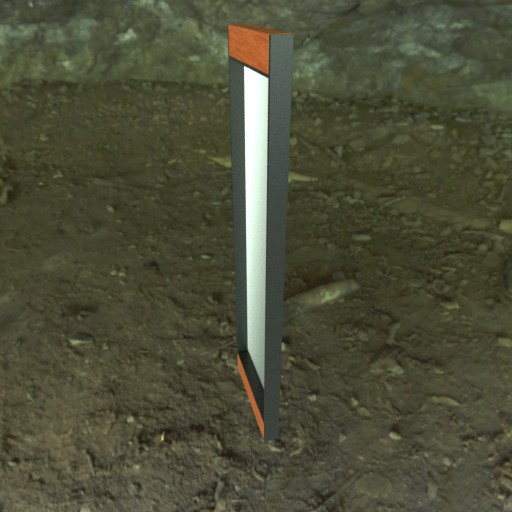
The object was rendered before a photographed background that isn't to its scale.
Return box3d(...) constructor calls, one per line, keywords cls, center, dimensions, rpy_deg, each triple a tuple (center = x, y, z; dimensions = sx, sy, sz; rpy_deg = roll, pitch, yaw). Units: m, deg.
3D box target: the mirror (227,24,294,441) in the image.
box3d(cls="mirror", center=(0.000, 0.000, 1.226), dimensions=(0.047, 1.123, 0.343), rpy_deg=(-8, 32, -14))
